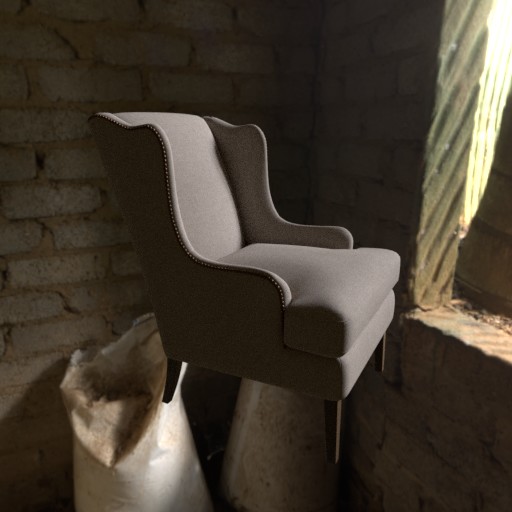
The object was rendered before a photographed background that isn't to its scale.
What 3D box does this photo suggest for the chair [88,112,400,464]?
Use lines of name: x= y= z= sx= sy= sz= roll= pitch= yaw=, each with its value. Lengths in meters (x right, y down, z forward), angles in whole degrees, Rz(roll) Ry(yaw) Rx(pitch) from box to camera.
chair: x=0.000 y=0.000 z=1.656 sx=0.940 sy=1.029 sz=0.737 roll=9 pitch=18 yaw=27
